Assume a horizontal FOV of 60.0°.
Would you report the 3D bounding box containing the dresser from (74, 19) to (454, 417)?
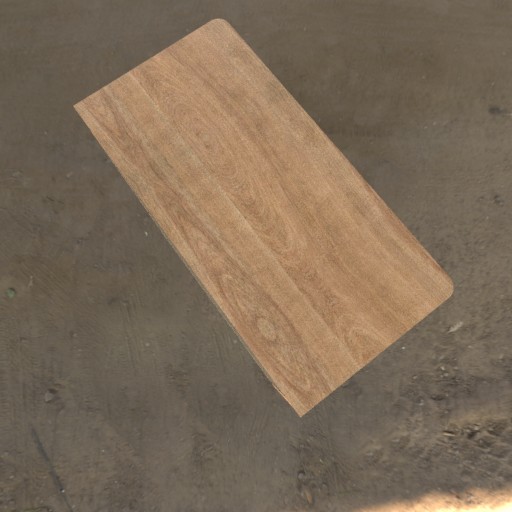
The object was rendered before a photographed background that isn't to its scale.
[{"bbox_3d":[0.000,0.000,1.753,0.484,1.318,0.973,-36,79,-8],"label":"dresser"}]
